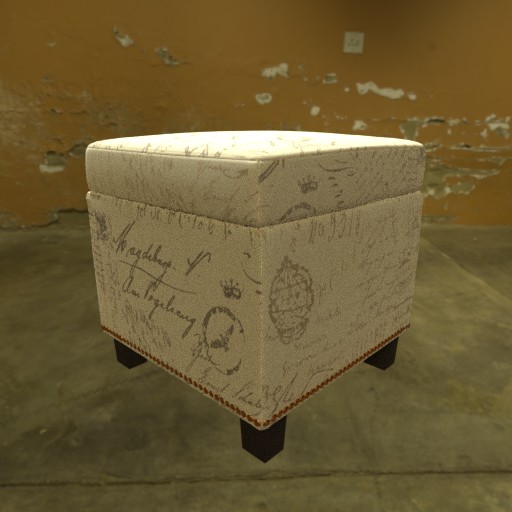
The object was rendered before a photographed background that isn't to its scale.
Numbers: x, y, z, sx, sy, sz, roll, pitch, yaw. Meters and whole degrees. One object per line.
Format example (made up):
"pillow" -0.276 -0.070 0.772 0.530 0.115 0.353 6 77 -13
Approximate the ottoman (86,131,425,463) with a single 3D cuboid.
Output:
"ottoman" 0.000 0.000 0.843 0.450 0.457 0.449 15 23 42
